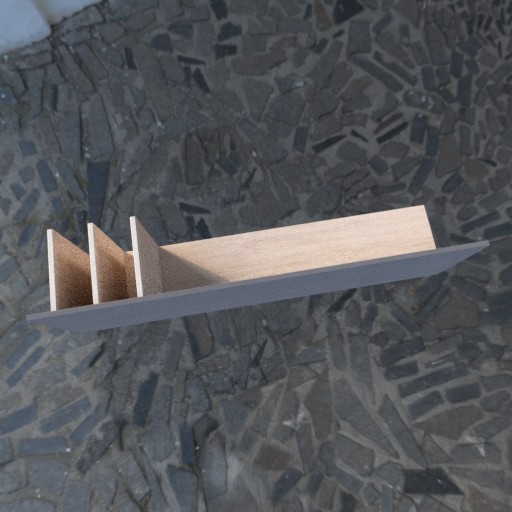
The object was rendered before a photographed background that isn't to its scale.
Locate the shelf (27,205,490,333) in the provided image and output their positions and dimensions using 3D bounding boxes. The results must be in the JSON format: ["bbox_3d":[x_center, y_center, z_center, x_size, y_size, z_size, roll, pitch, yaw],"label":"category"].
[{"bbox_3d":[0.000,0.000,1.132,1.020,0.300,0.200,-9,75,-2],"label":"shelf"}]
